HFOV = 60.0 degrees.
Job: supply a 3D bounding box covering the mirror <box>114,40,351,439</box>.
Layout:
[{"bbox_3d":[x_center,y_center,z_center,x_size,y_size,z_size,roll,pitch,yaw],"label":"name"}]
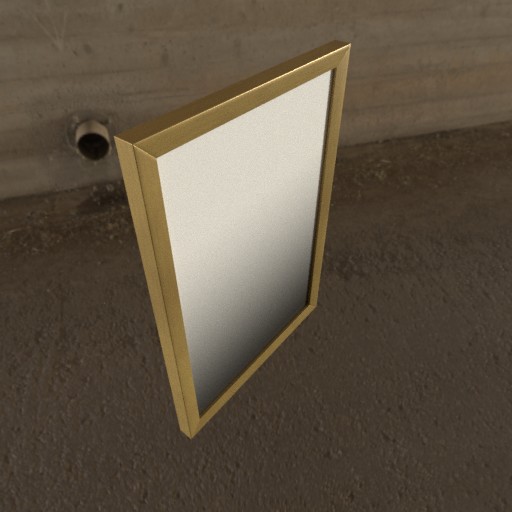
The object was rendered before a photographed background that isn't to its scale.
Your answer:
[{"bbox_3d":[0.000,0.000,0.905,0.040,0.710,0.507,28,48,28],"label":"mirror"}]
